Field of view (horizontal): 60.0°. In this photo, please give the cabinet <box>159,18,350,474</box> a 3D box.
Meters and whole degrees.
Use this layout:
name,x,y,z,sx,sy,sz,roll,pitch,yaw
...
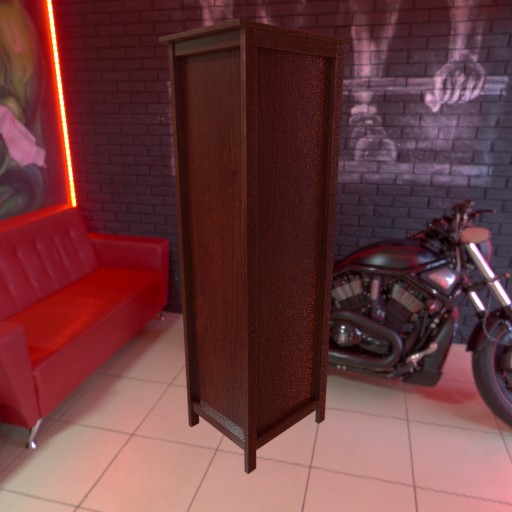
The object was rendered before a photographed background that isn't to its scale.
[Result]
name,x,y,z,sx,sy,sz,roll,pitch,yaw
cabinet,0.000,0.000,1.704,0.500,1.518,0.401,-16,23,-41
